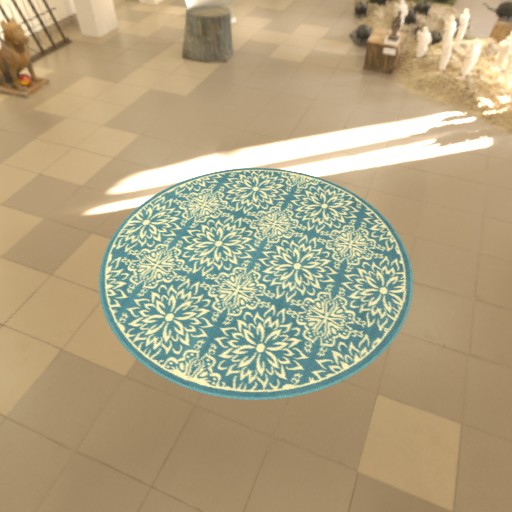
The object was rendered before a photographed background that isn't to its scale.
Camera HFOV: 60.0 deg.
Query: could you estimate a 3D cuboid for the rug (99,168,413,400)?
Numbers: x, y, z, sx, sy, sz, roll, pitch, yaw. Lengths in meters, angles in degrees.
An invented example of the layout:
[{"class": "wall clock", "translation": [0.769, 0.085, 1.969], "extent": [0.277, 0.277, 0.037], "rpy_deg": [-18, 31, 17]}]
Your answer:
[{"class": "rug", "translation": [0.000, 0.000, 2.314], "extent": [1.593, 0.012, 1.593], "rpy_deg": [0, 46, 0]}]
